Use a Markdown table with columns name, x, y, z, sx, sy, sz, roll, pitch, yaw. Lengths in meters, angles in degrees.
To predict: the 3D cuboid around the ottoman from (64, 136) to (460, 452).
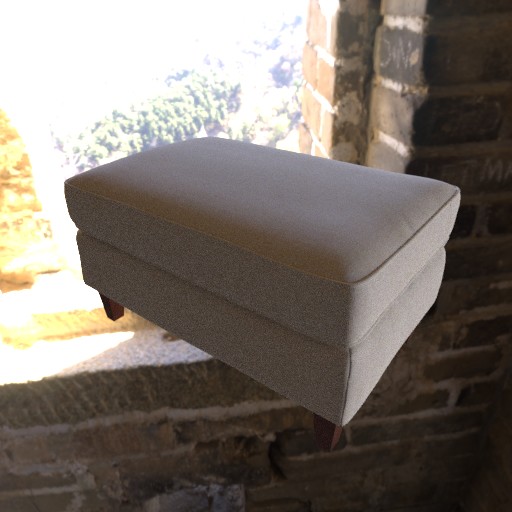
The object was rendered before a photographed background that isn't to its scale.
| name | x | y | z | sx | sy | sz | roll | pitch | yaw |
| --- | --- | --- | --- | --- | --- | --- | --- | --- | --- |
| ottoman | 0.000 | 0.000 | 1.198 | 0.862 | 0.484 | 0.583 | 21 | 35 | 32 |
